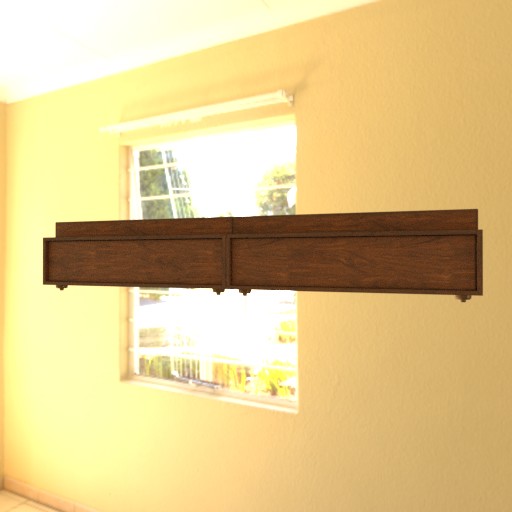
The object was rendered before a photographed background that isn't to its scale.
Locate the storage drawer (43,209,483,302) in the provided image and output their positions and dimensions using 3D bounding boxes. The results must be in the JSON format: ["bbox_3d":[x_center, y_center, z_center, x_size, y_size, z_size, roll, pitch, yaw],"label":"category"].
[{"bbox_3d":[0.000,0.000,2.204,1.914,0.339,0.774,0,0,19],"label":"storage drawer"}]
